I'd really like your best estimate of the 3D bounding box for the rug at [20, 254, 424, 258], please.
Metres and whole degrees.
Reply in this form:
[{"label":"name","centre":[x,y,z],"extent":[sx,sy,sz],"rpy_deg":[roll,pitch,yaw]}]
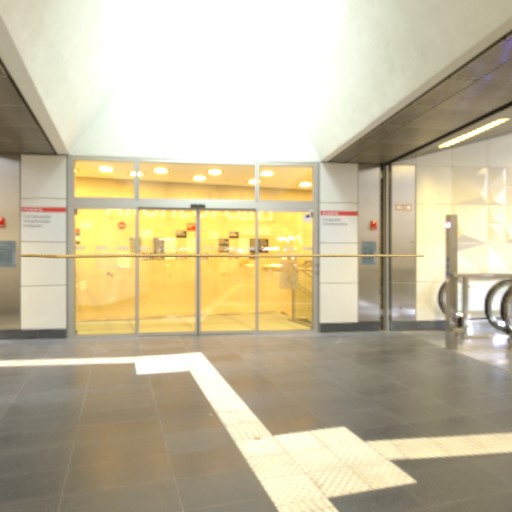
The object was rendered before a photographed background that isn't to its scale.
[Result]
[{"label":"rug","centre":[0.000,0.000,2.395],"extent":[2.182,0.015,0.645],"rpy_deg":[0,0,-37]}]
